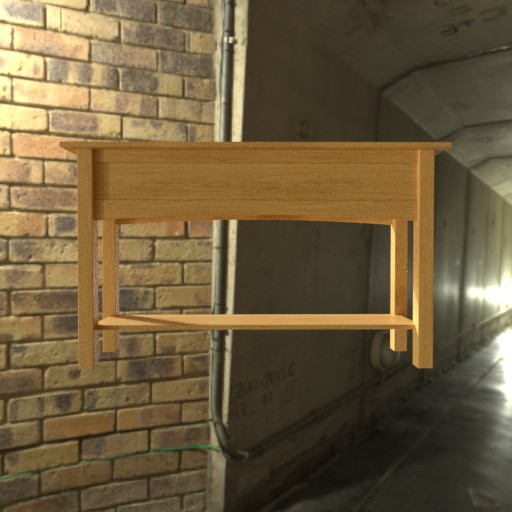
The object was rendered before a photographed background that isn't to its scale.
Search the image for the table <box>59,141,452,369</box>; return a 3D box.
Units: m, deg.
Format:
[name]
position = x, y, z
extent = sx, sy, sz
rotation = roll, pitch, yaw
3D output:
[table]
position = 0.000, 0.000, 1.580
extent = 1.240, 0.730, 0.350
rotation = 0, 1, -1
